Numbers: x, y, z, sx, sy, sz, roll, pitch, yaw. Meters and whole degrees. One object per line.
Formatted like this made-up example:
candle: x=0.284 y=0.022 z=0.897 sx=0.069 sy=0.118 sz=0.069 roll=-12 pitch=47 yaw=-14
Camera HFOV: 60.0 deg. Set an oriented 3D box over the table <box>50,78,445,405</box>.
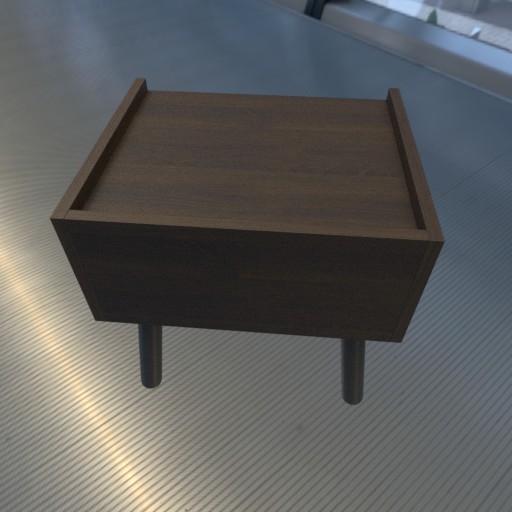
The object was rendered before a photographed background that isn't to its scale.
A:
table: x=0.000 y=0.000 z=0.799 sx=0.450 sy=0.470 sz=0.370 roll=4 pitch=46 yaw=3
